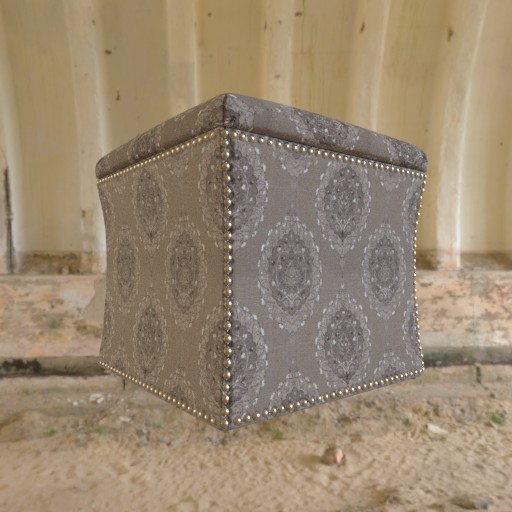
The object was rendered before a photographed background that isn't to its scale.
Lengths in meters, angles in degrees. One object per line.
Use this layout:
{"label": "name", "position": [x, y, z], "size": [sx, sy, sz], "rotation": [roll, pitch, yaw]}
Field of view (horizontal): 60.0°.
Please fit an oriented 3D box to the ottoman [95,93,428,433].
{"label": "ottoman", "position": [0.000, 0.000, 0.895], "size": [0.507, 0.473, 0.497], "rotation": [1, -1, -38]}
